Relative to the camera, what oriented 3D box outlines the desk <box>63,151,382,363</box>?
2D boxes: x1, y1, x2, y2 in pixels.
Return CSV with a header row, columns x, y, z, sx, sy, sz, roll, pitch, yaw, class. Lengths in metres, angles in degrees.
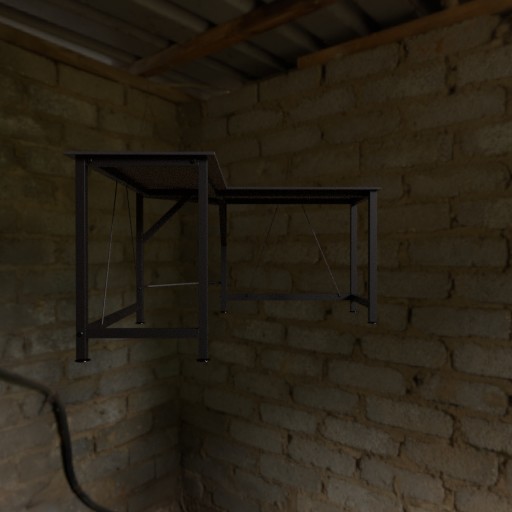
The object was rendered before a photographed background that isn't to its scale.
x,y,z,sx,sy,sz,roll,pitch,yaw,class
0.000,0.000,2.296,1.400,0.762,1.400,0,0,-1,desk
